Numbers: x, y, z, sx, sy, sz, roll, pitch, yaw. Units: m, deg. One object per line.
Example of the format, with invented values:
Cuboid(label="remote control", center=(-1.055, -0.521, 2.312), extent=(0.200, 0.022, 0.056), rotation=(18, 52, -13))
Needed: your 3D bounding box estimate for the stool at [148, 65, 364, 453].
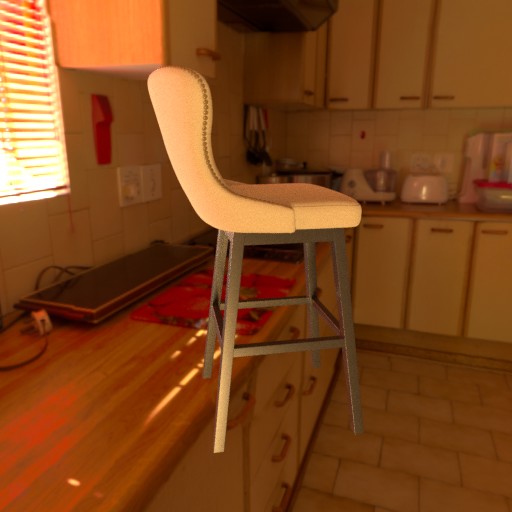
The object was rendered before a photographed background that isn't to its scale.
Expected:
Cuboid(label="stool", center=(0.000, 0.000, 1.407), extent=(0.605, 1.066, 0.528), rotation=(-3, 16, -10))
